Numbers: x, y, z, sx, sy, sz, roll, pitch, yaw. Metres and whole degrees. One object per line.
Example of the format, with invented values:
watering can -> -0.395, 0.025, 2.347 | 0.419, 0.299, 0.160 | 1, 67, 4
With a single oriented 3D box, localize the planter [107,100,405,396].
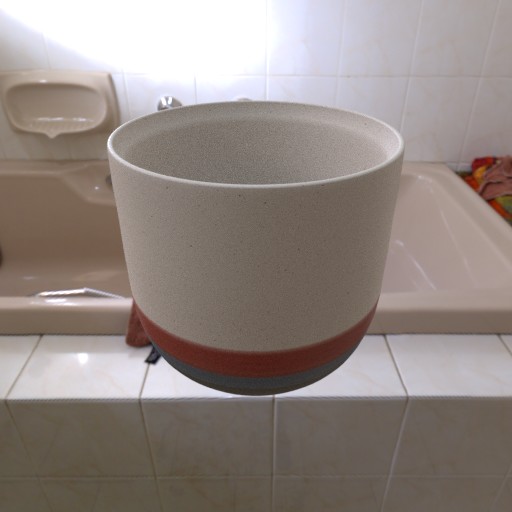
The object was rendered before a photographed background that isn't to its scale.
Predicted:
planter -> 0.000, 0.000, 0.480 | 0.268, 0.270, 0.268 | 0, 31, 0
